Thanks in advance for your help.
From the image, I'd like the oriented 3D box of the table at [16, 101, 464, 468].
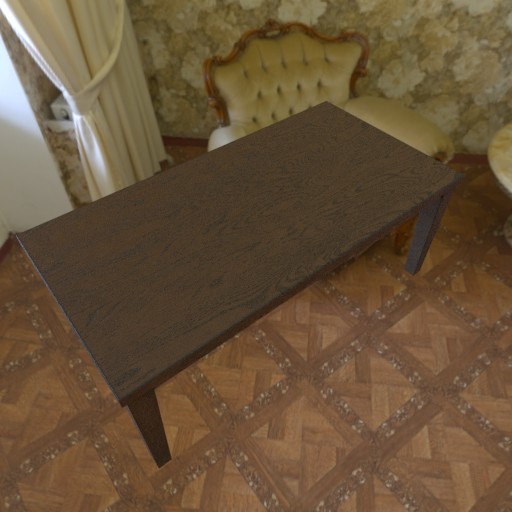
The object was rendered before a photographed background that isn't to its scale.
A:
[{"bbox_3d":[0.000,0.000,2.438,1.981,0.762,1.016,-30,54,-25],"label":"table"}]
